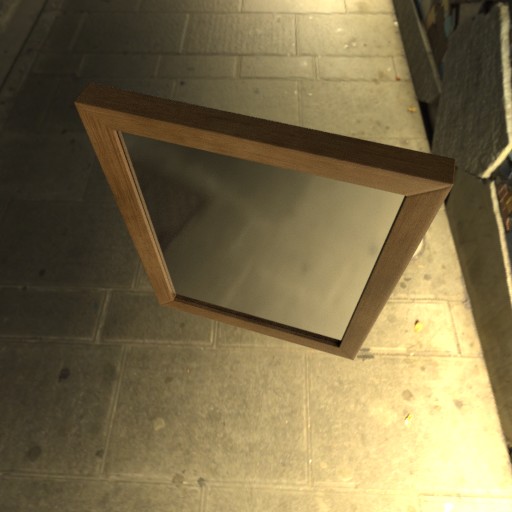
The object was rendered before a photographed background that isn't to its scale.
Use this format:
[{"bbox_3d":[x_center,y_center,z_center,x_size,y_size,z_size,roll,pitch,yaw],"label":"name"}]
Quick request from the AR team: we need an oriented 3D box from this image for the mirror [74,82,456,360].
[{"bbox_3d":[0.000,0.000,0.679,0.405,0.508,0.041,15,59,9],"label":"mirror"}]
